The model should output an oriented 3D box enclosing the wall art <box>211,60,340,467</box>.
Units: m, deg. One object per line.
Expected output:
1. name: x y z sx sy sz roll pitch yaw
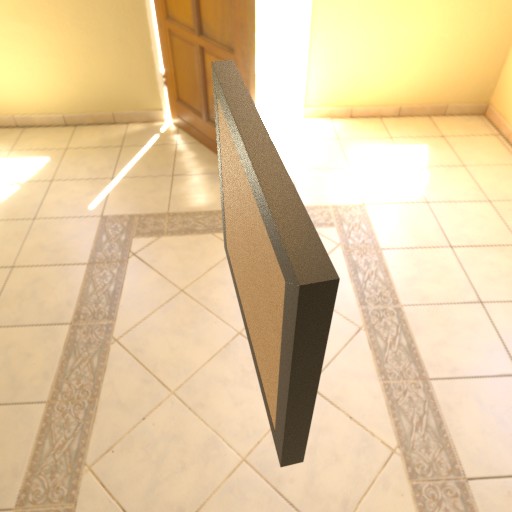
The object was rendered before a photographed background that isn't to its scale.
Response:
1. wall art: 0.000 0.000 0.537 0.028 0.321 0.381 -9 46 -9
